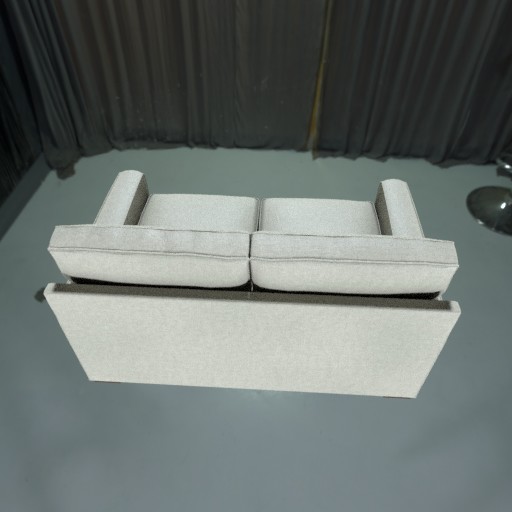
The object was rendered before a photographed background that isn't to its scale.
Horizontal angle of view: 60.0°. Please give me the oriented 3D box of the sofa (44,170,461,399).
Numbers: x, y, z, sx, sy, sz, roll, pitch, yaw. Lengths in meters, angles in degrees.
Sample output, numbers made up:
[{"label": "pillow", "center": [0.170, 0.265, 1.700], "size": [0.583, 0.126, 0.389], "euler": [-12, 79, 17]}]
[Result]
[{"label": "sofa", "center": [0.000, 0.000, 2.048], "size": [1.484, 0.853, 0.940], "euler": [2, 46, 2]}]
